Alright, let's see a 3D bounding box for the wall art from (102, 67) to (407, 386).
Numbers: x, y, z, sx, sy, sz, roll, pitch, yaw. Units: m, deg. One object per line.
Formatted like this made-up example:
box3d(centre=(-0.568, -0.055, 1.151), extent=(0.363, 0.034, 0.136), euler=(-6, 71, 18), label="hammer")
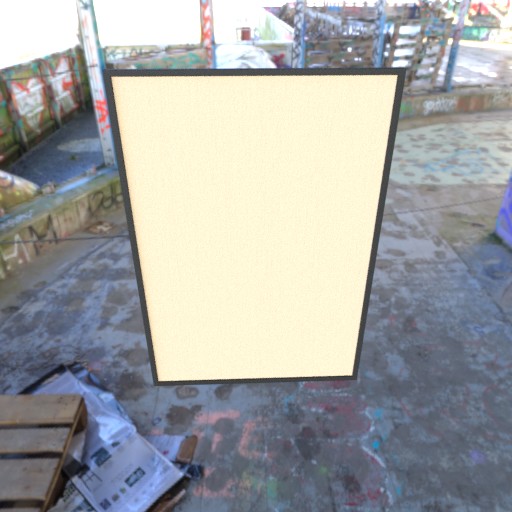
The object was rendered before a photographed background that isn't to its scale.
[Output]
box3d(centre=(0.000, 0.000, 0.841), extent=(0.460, 0.660, 0.013), euler=(-1, 31, -2), label="wall art")
